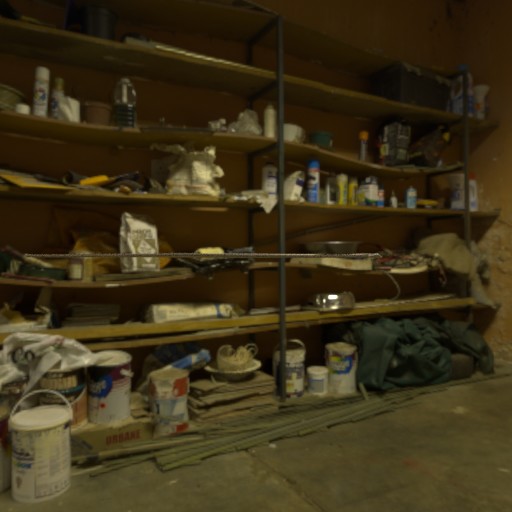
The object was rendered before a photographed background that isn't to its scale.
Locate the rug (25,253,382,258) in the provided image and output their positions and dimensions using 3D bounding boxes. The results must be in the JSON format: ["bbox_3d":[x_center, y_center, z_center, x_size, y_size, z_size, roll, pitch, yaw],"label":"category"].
[{"bbox_3d":[0.000,0.000,3.016,1.609,0.030,2.342,0,0,17],"label":"rug"}]
